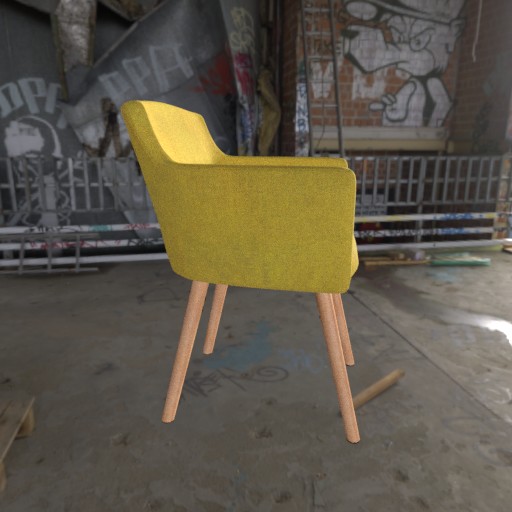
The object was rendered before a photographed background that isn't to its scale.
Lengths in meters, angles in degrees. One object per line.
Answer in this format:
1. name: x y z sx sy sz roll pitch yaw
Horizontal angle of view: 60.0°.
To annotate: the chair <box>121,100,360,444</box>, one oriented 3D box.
1. chair: 0.000 0.000 1.180 0.570 0.780 0.570 2 15 9
